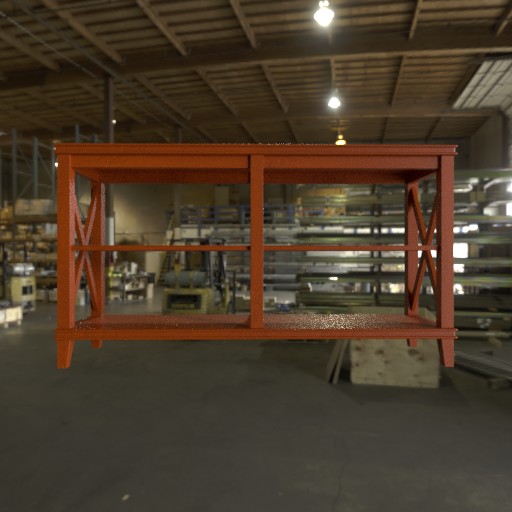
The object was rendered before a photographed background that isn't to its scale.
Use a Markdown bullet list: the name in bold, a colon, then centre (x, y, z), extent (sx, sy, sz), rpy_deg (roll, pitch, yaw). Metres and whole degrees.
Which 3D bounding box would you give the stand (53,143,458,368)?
- **stand**: centre (0.000, 0.000, 1.693), extent (1.372, 0.762, 0.381), rpy_deg (0, 0, -1)
